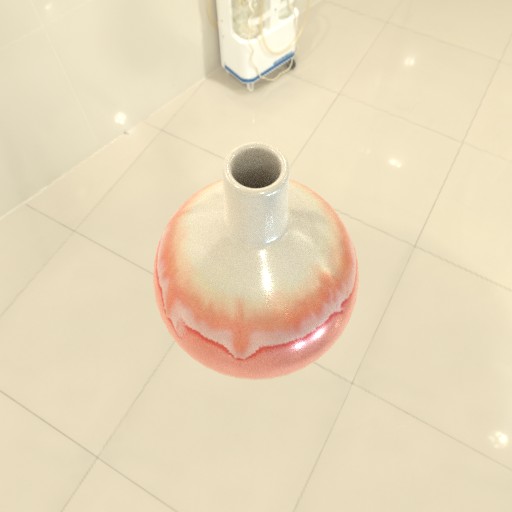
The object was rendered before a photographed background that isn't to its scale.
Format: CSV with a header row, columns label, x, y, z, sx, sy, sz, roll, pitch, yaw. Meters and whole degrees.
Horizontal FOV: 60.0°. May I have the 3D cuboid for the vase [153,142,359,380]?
label,x,y,z,sx,sy,sz,roll,pitch,yaw
vase,0.000,0.000,0.275,0.137,0.176,0.137,0,63,0
